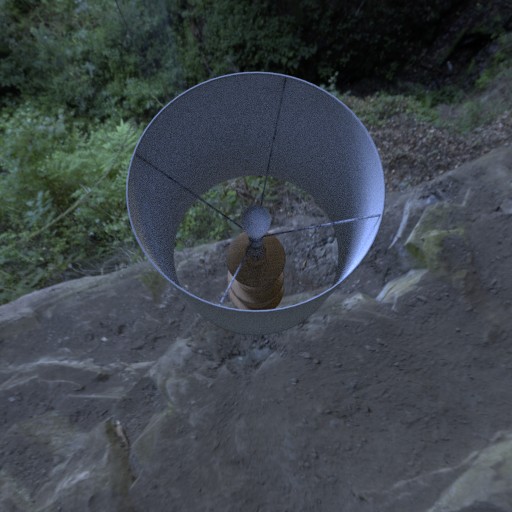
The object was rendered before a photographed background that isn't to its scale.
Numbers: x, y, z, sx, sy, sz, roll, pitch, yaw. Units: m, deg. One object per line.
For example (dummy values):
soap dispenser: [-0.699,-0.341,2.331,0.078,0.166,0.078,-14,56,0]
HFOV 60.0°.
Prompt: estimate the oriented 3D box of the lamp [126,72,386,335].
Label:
lamp: [0.000,0.000,0.577,0.208,0.455,0.208,-5,75,-1]
